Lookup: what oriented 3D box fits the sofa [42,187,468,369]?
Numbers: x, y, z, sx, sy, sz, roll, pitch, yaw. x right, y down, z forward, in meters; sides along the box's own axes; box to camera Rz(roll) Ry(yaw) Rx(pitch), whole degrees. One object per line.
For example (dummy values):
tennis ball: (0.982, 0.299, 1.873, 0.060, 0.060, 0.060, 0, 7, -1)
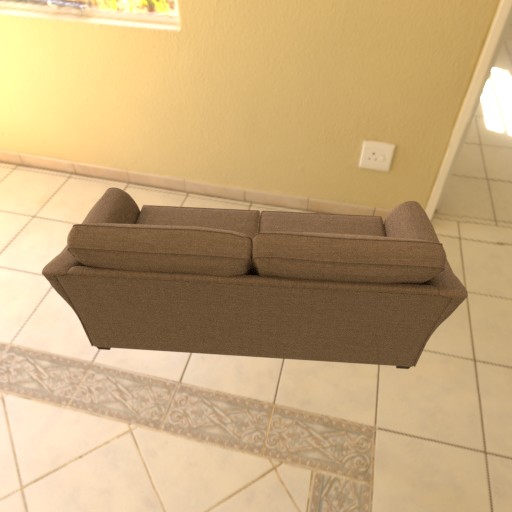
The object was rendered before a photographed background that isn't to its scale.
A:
sofa: (0.000, 0.000, 2.838, 2.270, 0.965, 0.980, 3, 47, 3)
